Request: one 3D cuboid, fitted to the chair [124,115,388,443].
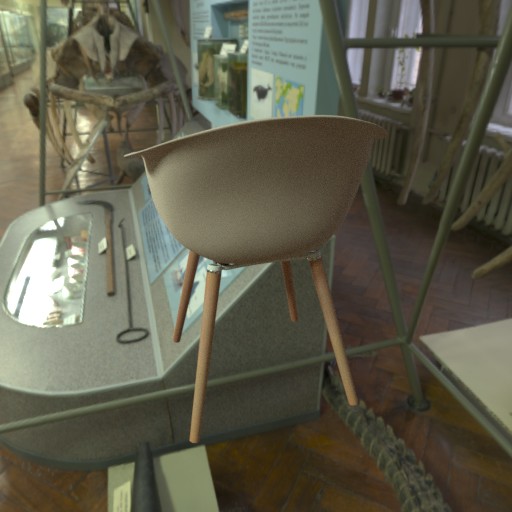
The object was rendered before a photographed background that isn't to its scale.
[{"bbox_3d":[0.000,0.000,1.157,0.593,0.781,0.504,-8,28,-15],"label":"chair"}]
